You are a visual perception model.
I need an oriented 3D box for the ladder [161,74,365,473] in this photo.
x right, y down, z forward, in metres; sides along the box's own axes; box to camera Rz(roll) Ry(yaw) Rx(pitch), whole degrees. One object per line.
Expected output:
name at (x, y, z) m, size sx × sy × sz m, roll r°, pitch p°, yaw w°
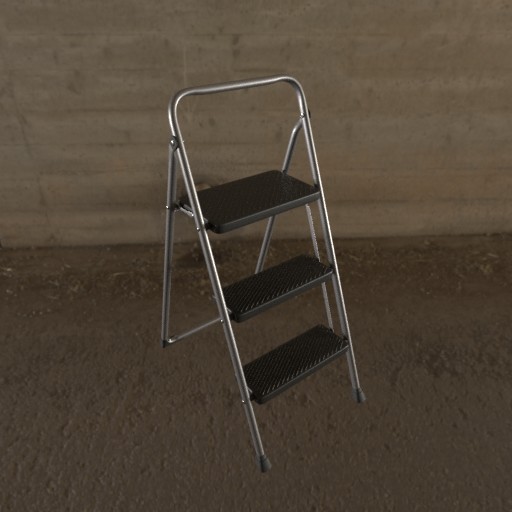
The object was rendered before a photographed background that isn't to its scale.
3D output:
ladder at (0.000, 0.000, 1.290) m, size 0.430 × 0.945 × 0.629 m, roll -22°, pitch 38°, yaw -31°
